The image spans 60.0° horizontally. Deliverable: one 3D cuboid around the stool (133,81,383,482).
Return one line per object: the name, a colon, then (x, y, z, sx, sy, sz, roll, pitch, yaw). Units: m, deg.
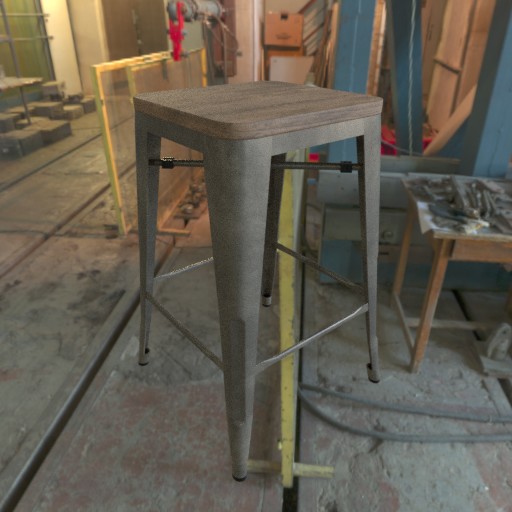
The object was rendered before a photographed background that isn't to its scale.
stool: (0.000, 0.000, 0.888, 0.407, 0.607, 0.407, -21, 35, -33)
